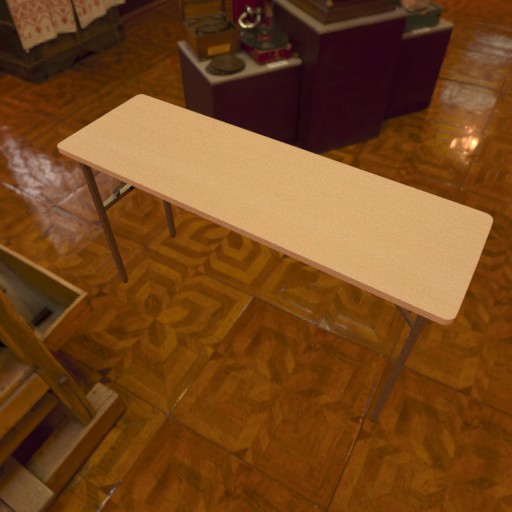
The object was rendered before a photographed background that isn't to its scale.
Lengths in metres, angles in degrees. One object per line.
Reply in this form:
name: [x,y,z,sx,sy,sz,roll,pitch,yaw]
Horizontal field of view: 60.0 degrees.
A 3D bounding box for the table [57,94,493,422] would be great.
table: [0.000,0.000,1.712,1.397,0.750,0.446,25,52,21]
